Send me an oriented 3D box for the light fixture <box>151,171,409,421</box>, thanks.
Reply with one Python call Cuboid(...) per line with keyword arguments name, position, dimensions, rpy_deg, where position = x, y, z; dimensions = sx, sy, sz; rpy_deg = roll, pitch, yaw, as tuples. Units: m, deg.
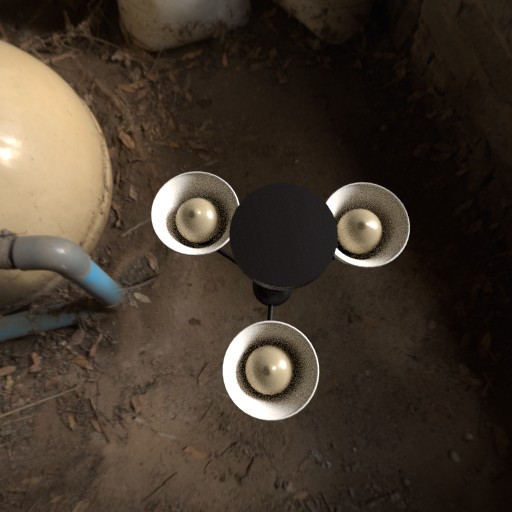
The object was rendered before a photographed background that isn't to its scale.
Cuboid(name="light fixture", position=(0.000, 0.000, 0.674), dimensions=(0.354, 0.370, 0.388), rpy_deg=(33, 78, 8))
